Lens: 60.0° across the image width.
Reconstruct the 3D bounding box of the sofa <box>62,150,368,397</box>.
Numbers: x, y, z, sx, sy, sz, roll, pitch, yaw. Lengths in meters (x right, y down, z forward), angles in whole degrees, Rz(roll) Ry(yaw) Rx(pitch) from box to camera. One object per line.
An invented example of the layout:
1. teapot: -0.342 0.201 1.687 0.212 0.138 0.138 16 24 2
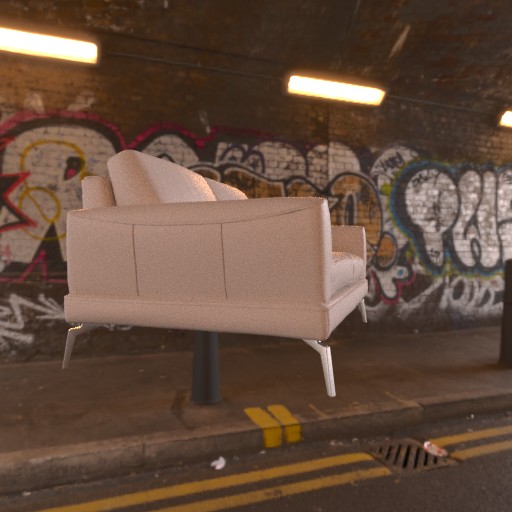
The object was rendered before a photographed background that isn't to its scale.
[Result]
1. sofa: 0.000 0.000 2.463 1.121 0.930 1.819 0 0 18
